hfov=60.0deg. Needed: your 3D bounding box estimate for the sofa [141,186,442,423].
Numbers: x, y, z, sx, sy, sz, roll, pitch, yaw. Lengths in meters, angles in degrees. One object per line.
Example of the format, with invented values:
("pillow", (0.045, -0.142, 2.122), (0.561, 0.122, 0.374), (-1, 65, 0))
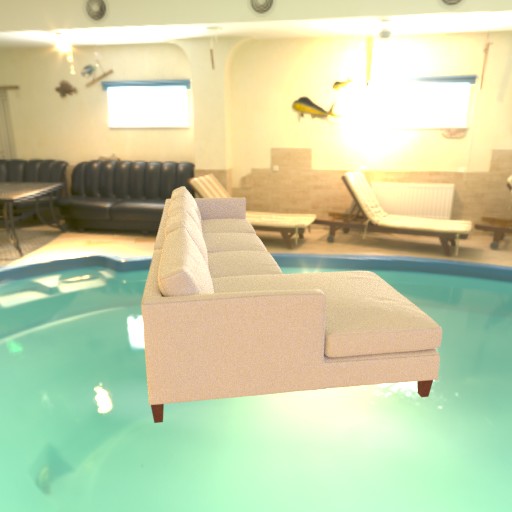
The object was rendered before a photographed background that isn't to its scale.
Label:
("sofa", (0.000, 0.000, 3.803), (1.625, 0.846, 3.186), (-3, 17, -8))
